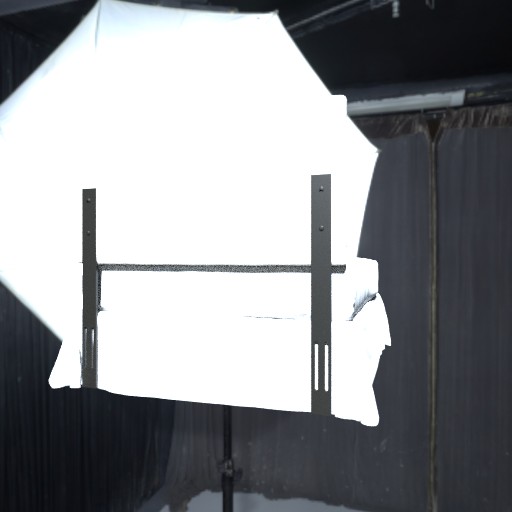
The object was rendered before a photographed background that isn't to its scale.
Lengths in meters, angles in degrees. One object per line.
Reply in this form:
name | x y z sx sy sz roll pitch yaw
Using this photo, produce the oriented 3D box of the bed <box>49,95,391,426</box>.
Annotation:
bed | 0.000 0.000 3.378 1.936 1.577 2.222 0 0 19
